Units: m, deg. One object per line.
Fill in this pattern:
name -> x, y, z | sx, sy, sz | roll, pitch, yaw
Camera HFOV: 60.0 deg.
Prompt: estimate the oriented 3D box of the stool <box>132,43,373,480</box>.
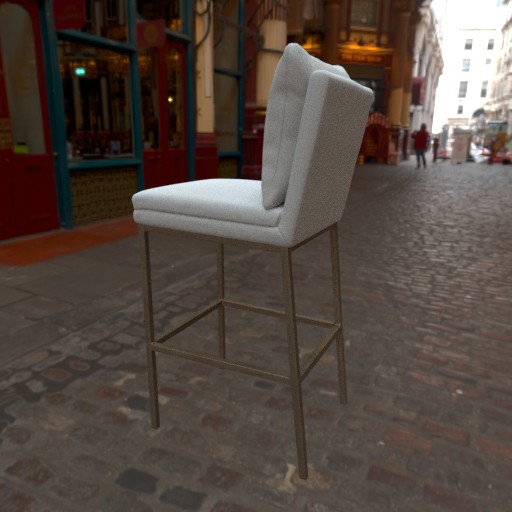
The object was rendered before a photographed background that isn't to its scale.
stool -> 0.000, 0.000, 1.383 | 0.572, 1.125, 0.463 | 8, 17, 26
